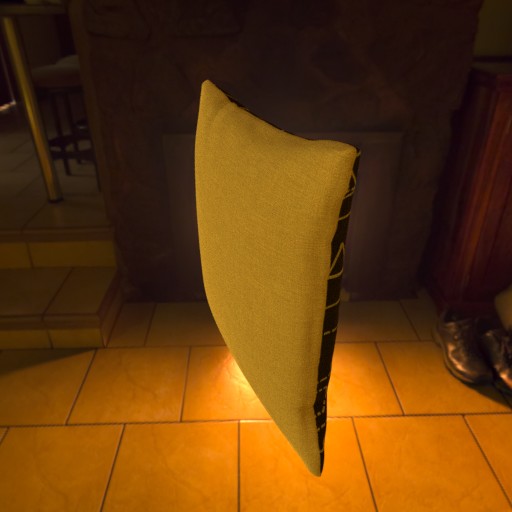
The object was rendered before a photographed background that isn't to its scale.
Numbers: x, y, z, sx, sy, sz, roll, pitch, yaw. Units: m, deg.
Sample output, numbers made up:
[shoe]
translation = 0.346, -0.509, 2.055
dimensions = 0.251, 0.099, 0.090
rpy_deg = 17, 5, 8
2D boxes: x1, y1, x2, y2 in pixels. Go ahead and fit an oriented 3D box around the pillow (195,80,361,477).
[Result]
[pillow]
translation = 0.000, 0.000, 0.761
dimensions = 0.158, 0.508, 0.517
rpy_deg = -11, 31, -19
